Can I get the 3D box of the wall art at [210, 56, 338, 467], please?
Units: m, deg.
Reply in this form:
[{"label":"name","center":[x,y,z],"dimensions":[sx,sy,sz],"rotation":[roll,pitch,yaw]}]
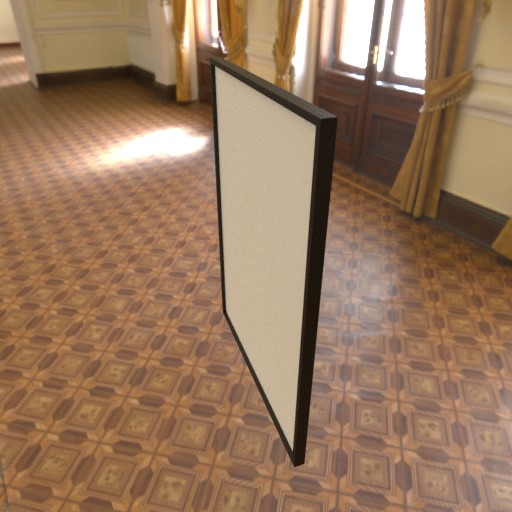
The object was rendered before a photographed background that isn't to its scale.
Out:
[{"label":"wall art","center":[0.000,0.000,1.418],"dimensions":[0.036,1.070,0.802],"rotation":[-11,34,-17]}]
